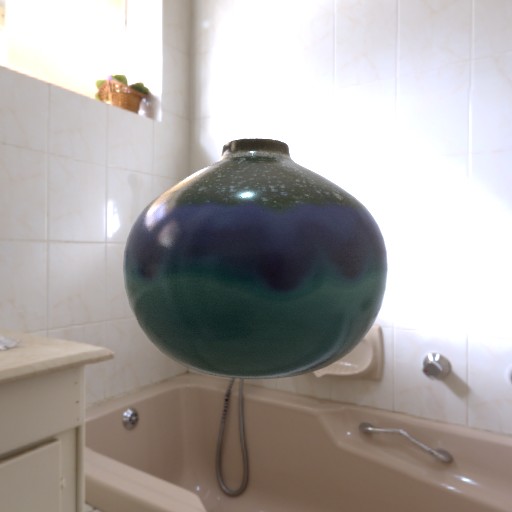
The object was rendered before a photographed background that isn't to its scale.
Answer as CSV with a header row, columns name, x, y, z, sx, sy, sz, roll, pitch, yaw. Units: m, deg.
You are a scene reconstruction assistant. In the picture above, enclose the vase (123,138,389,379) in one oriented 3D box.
name,x,y,z,sx,sy,sz,roll,pitch,yaw
vase,0.000,0.000,0.268,0.154,0.133,0.154,0,0,0
